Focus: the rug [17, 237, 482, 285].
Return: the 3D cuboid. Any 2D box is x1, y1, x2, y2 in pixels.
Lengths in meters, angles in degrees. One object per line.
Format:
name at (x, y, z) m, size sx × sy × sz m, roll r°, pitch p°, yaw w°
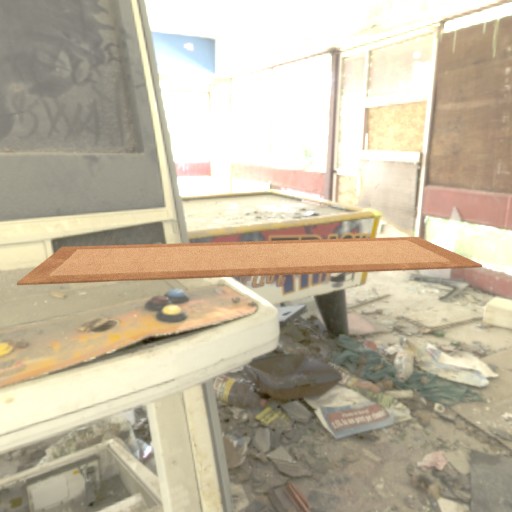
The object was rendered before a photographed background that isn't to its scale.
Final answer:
rug at (0.000, 0.000, 2.663) m, size 2.439 × 0.017 × 0.764 m, roll -2°, pitch 15°, yaw -7°
